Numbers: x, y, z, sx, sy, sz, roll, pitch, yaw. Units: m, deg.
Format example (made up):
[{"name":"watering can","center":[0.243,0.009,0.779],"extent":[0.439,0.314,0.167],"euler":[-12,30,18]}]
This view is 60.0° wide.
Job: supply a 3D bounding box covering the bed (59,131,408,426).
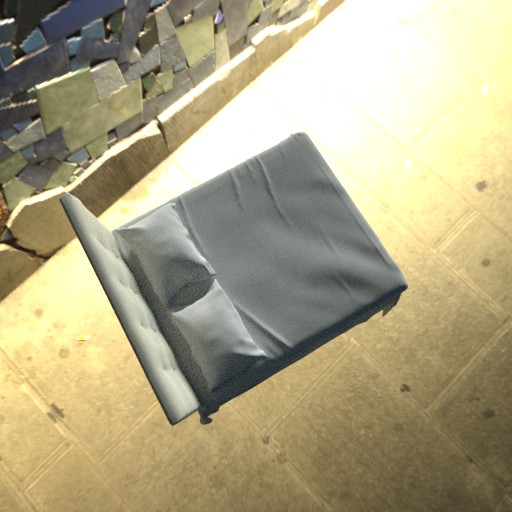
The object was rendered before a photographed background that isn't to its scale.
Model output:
[{"name":"bed","center":[0.000,0.000,3.589],"extent":[2.222,1.577,1.936],"euler":[-29,77,-7]}]
